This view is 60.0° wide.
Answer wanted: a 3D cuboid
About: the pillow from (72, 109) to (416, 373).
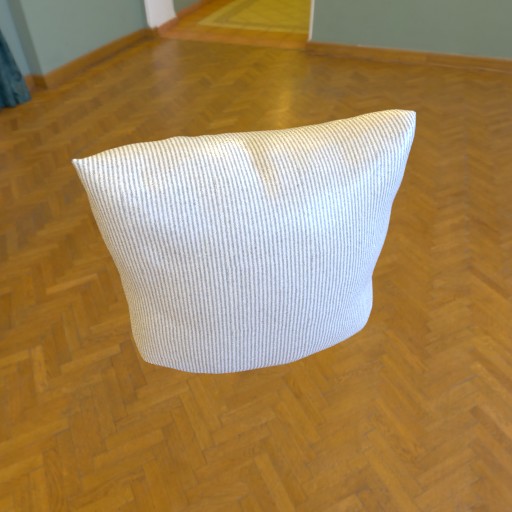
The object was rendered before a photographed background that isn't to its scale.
[{"bbox_3d":[0.000,0.000,0.696,0.387,0.432,0.310,12,42,13],"label":"pillow"}]
